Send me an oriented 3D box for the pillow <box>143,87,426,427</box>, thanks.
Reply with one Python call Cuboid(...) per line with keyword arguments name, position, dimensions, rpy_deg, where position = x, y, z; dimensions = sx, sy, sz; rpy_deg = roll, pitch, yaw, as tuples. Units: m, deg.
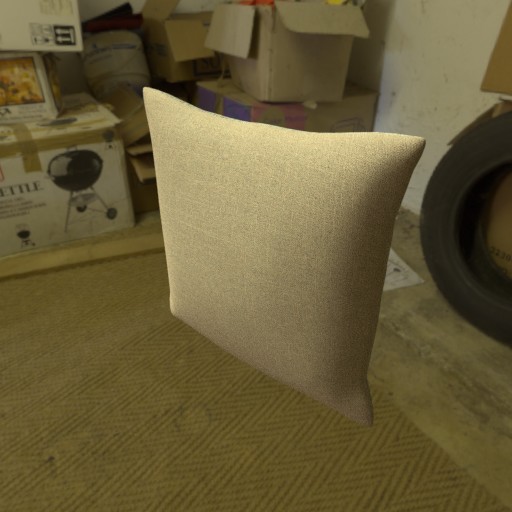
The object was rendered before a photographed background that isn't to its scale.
Cuboid(name="pillow", position=(0.000, 0.000, 0.773), dimensions=(0.512, 0.506, 0.178), rpy_deg=(23, 38, 33))
